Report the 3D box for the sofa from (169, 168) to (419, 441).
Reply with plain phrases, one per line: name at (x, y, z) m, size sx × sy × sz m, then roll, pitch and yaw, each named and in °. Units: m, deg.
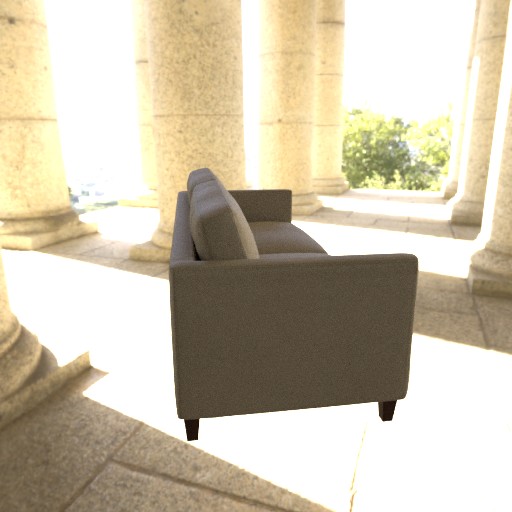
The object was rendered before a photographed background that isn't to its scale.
sofa at (0.000, 0.000, 2.653) m, size 0.948 × 0.932 × 2.181 m, roll -2°, pitch 15°, yaw -8°
